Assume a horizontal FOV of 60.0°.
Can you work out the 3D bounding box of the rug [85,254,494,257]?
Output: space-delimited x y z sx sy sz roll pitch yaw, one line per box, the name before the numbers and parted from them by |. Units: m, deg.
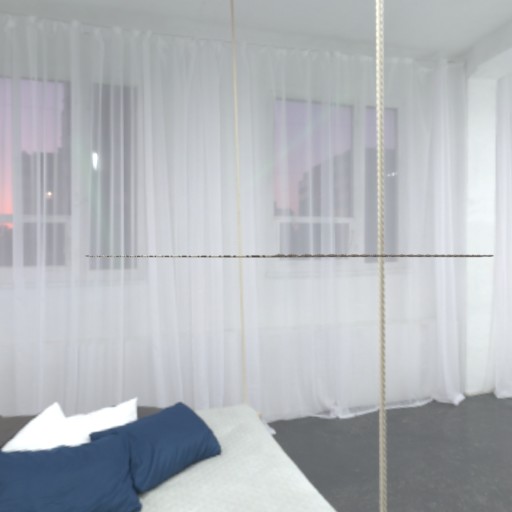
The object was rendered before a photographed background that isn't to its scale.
rug | 0.000 0.000 2.970 1.563 0.014 2.425 0 0 -36
